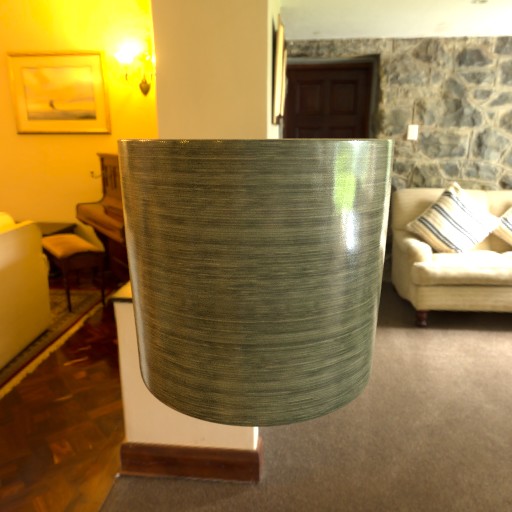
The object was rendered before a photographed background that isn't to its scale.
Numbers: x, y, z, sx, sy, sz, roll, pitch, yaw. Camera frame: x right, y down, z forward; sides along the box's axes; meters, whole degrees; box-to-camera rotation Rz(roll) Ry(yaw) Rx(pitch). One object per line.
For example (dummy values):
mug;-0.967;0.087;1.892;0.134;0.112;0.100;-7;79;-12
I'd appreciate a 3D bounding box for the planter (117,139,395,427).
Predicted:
planter;0.000;0.000;0.394;0.221;0.201;0.221;0;15;0
